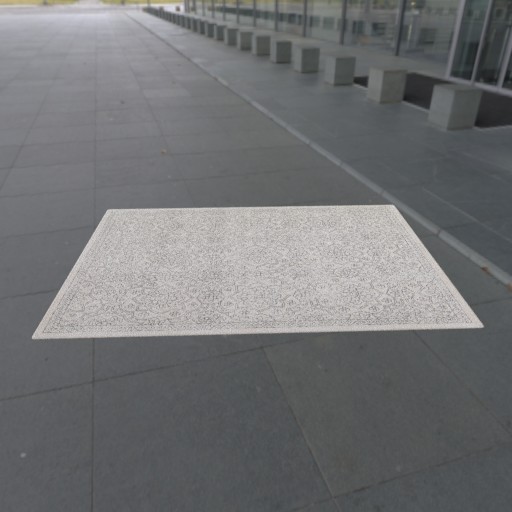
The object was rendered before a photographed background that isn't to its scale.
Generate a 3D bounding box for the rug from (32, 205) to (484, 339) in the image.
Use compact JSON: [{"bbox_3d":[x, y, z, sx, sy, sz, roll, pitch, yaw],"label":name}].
[{"bbox_3d":[0.000,0.000,2.885,2.286,0.011,1.524,-1,31,-2],"label":"rug"}]
